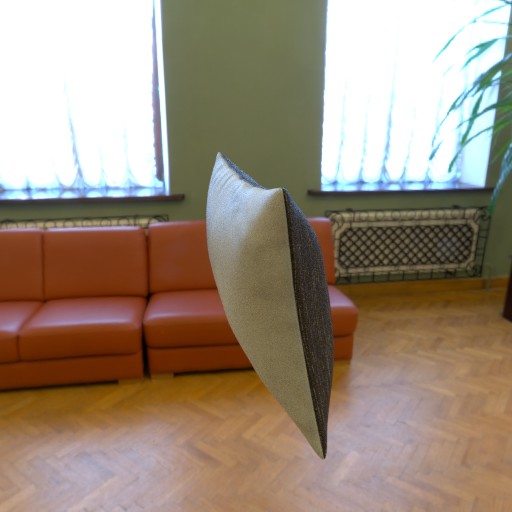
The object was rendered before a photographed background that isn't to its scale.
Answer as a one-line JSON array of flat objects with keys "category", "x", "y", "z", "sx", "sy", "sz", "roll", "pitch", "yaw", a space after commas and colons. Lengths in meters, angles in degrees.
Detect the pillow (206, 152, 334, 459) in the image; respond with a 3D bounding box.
[{"category": "pillow", "x": 0.000, "y": 0.000, "z": 0.735, "sx": 0.156, "sy": 0.305, "sz": 0.608, "roll": -3, "pitch": 17, "yaw": -10}]
